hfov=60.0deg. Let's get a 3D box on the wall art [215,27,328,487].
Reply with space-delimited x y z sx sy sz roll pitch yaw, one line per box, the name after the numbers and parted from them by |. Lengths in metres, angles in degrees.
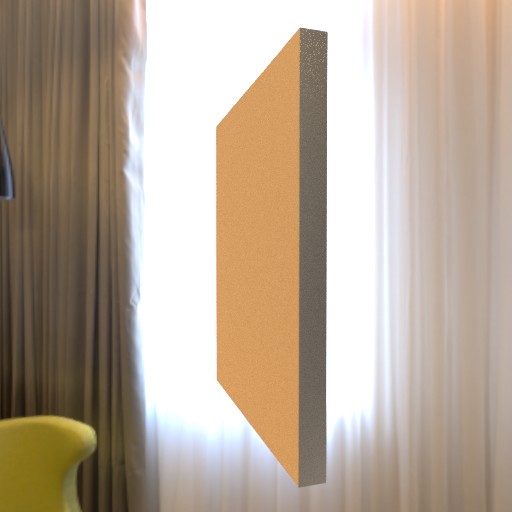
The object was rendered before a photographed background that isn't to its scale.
0.000 0.000 0.749 0.038 0.549 0.452 0 1 -18 | wall art
